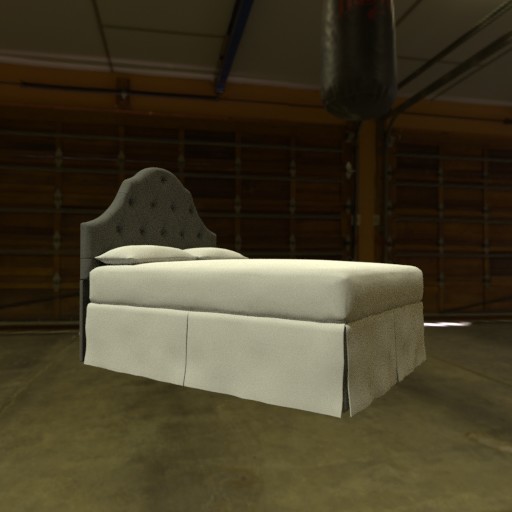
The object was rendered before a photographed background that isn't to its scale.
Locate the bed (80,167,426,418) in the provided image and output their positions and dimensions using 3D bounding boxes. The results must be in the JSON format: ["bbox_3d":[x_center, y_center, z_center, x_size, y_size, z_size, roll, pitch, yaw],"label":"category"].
[{"bbox_3d":[0.000,0.000,3.350,2.155,1.575,1.636,-1,-1,34],"label":"bed"}]
